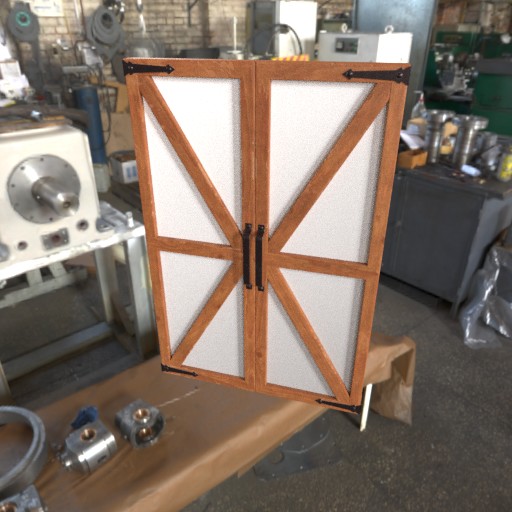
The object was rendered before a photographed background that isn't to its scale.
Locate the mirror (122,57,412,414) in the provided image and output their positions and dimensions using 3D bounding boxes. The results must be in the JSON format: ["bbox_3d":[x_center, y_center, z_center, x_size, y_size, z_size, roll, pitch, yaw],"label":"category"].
[{"bbox_3d":[0.000,0.000,0.943,0.517,0.761,0.053,8,28,15],"label":"mirror"}]
